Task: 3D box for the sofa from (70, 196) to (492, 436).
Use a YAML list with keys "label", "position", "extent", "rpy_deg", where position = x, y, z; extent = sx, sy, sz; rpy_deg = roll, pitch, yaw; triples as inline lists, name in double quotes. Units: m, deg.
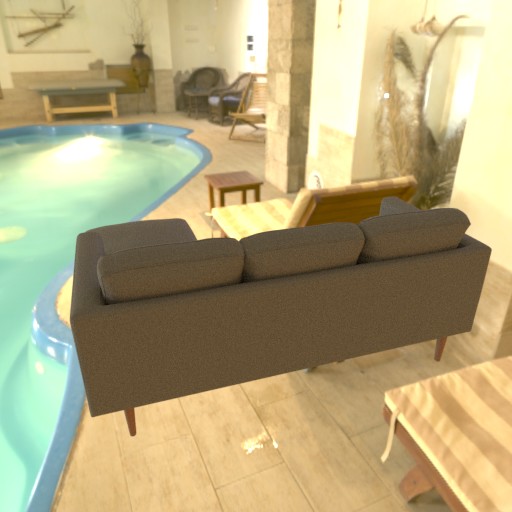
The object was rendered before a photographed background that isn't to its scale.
- label: "sofa"
  position: [0.000, 0.000, 2.752]
  extent: [2.031, 0.897, 1.591]
  rpy_deg: [-8, 27, -16]
